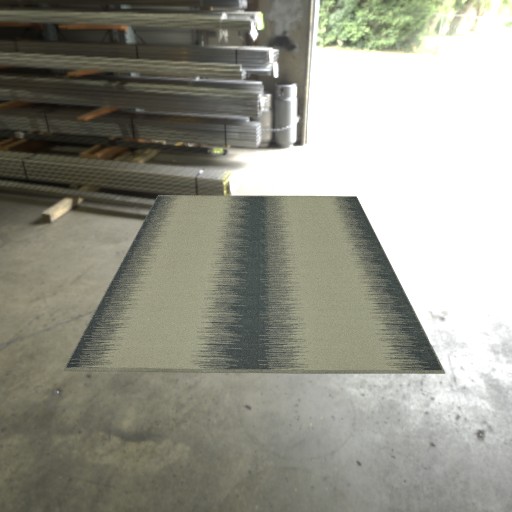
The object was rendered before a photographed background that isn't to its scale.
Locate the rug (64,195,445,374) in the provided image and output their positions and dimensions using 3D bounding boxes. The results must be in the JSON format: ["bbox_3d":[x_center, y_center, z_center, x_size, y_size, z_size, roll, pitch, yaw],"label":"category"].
[{"bbox_3d":[0.000,0.000,4.151,2.453,0.004,3.037,0,30,0],"label":"rug"}]
